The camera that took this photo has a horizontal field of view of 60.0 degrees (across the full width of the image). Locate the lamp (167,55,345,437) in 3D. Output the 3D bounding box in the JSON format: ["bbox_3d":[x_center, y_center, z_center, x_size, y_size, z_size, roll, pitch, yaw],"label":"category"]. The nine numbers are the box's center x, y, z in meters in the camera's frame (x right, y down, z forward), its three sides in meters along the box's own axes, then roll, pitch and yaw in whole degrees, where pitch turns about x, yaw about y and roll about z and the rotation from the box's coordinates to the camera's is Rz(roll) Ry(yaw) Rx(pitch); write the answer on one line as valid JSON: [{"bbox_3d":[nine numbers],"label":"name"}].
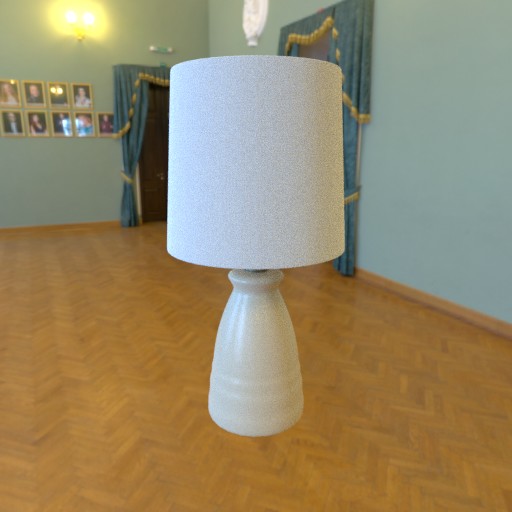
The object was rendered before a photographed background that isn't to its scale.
[{"bbox_3d":[0.000,0.000,0.476,0.186,0.369,0.186,0,14,0],"label":"lamp"}]
